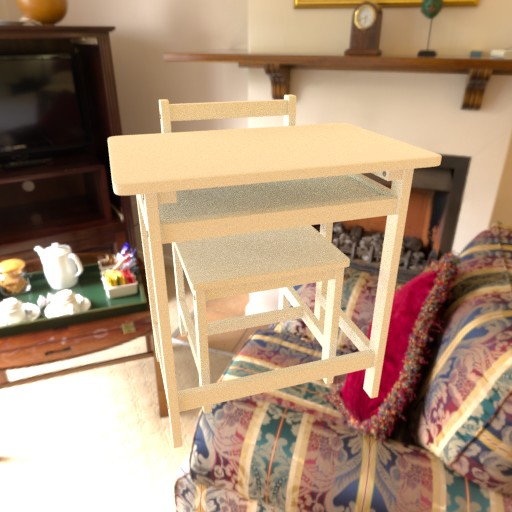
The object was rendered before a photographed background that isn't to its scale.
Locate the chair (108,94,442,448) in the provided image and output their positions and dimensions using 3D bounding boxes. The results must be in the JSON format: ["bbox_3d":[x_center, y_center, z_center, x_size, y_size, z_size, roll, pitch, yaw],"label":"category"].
[{"bbox_3d":[0.000,0.000,1.061,0.599,0.673,0.461,-8,27,-16],"label":"chair"}]
